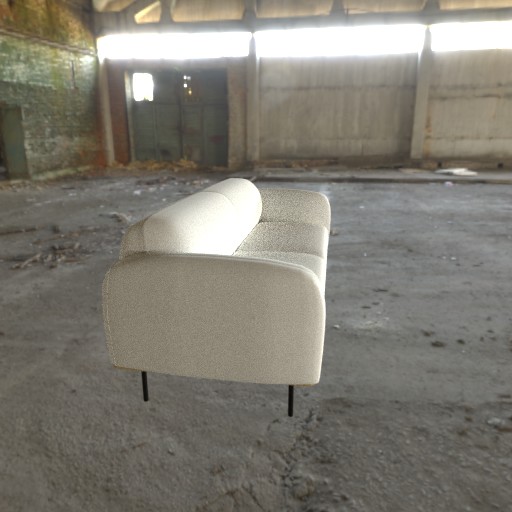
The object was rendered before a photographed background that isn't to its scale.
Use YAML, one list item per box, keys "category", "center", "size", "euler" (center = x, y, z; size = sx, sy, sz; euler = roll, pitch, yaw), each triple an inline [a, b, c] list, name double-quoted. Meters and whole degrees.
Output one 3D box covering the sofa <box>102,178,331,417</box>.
- category: "sofa"
  center: [0.000, 0.000, 2.695]
  size: [0.870, 0.780, 2.280]
  euler: [3, 16, 9]
